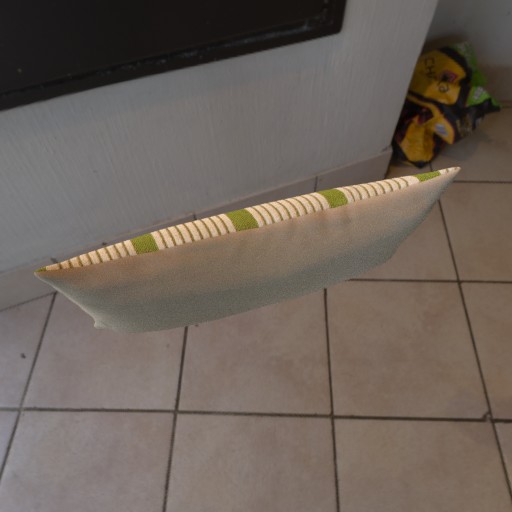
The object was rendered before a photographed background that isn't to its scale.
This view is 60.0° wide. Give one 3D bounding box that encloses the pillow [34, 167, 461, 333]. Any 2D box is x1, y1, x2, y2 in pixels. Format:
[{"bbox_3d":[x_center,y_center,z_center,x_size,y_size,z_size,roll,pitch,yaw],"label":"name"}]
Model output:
[{"bbox_3d":[0.000,0.000,0.737,0.608,0.292,0.156,-14,59,-9],"label":"pillow"}]
